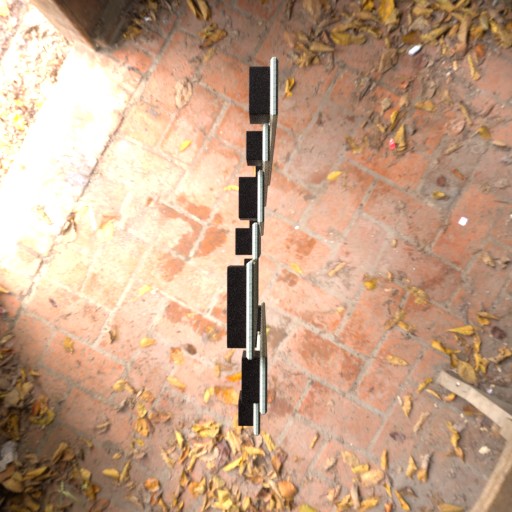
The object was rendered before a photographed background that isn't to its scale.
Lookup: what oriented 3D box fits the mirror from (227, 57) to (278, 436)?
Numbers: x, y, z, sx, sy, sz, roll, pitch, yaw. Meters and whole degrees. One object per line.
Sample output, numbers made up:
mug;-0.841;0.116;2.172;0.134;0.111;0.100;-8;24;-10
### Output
mirror;0.000;0.000;0.786;0.058;0.611;0.445;0;91;1
